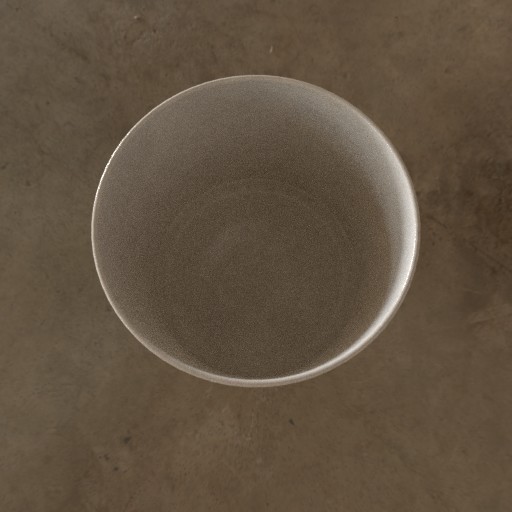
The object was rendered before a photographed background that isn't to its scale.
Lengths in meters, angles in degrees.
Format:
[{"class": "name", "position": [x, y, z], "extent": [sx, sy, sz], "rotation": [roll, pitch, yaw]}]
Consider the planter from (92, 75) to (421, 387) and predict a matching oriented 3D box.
[{"class": "planter", "position": [0.000, 0.000, 0.343], "extent": [0.190, 0.181, 0.190], "rotation": [0, 75, 0]}]
